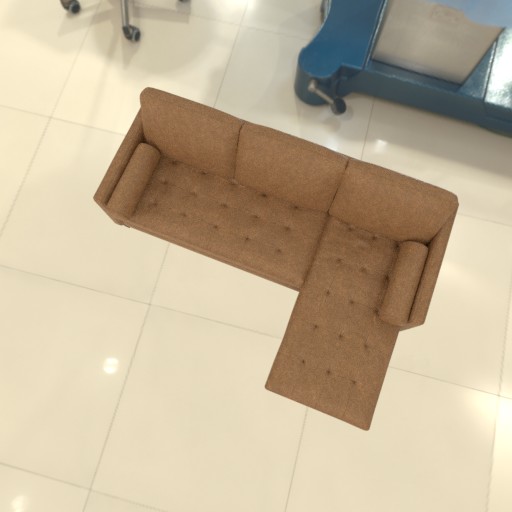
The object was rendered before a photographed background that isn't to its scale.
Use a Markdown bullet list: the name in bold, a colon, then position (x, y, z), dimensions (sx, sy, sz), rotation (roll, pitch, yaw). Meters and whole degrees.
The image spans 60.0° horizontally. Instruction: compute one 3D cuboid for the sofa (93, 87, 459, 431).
- **sofa**: position (0.000, 0.000, 2.865), dimensions (2.178, 0.876, 1.506), rotation (21, 76, 5)
